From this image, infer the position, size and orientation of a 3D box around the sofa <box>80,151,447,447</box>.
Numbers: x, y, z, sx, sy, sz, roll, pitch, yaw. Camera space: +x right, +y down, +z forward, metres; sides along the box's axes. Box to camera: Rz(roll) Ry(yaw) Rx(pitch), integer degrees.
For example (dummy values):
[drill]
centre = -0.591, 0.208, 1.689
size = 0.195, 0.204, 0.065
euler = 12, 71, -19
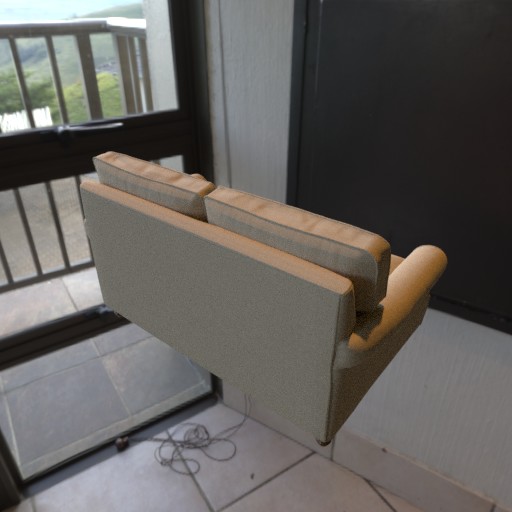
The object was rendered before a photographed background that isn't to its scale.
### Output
[sofa]
centre = 0.000, 0.000, 2.241
size = 1.665, 0.937, 0.964
euler = 22, 37, 33
